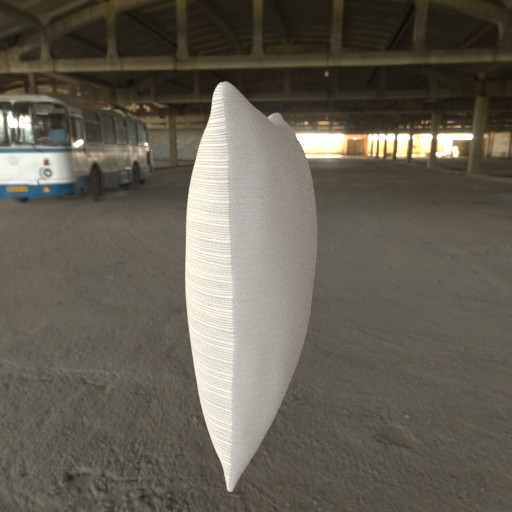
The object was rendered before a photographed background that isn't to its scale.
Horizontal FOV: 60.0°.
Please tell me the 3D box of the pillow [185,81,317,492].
[{"bbox_3d":[0.000,0.000,0.751,0.204,0.497,0.512,2,14,9],"label":"pillow"}]
